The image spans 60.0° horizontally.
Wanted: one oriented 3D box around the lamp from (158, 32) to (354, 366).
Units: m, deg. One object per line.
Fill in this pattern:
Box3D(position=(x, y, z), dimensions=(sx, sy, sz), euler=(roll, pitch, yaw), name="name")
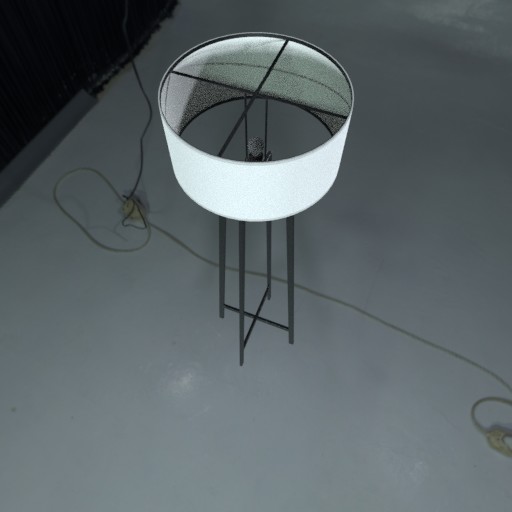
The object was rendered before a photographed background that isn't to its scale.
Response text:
Box3D(position=(0.000, 0.000, 1.688), dimensions=(0.457, 1.510, 0.456), euler=(19, 61, 11), name="lamp")
